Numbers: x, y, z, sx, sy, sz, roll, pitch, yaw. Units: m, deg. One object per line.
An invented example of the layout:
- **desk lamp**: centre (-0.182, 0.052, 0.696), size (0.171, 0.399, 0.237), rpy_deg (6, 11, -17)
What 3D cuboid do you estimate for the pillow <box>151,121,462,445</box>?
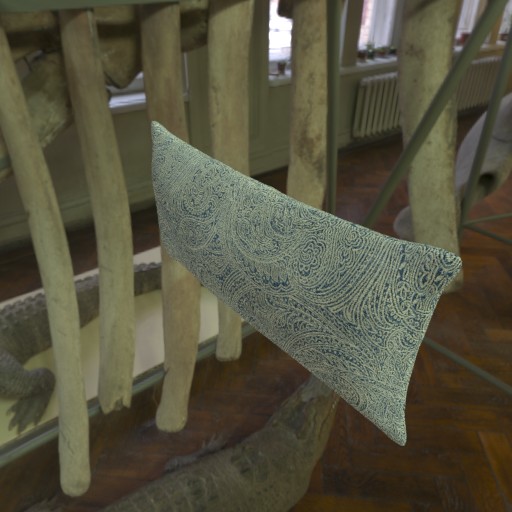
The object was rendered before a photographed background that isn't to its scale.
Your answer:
- **pillow**: centre (0.000, 0.000, 0.698), size (0.151, 0.295, 0.615), rpy_deg (-23, 39, -32)
